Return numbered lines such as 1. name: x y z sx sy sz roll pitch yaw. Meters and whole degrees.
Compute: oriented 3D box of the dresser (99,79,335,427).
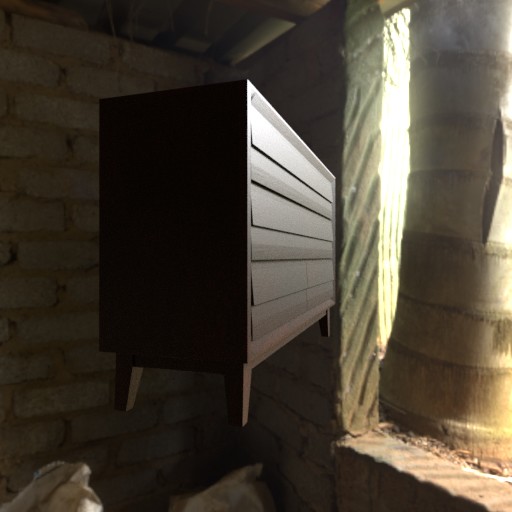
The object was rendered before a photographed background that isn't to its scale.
1. dresser: 0.000 0.000 2.059 0.499 0.971 1.609 0 0 19
